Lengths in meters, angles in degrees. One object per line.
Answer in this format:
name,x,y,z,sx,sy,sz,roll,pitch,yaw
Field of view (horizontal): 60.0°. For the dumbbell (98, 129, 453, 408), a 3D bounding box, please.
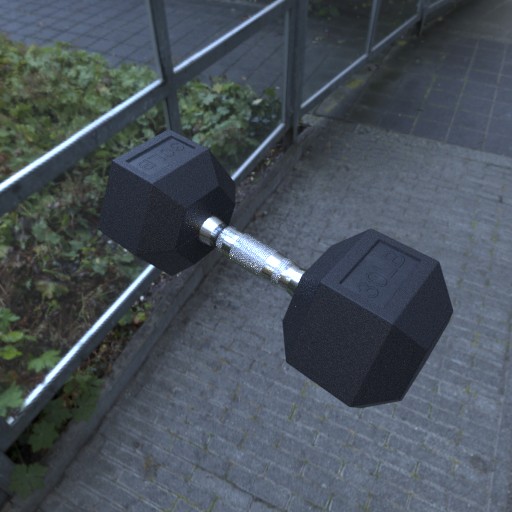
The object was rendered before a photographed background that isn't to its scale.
dumbbell,0.000,0.000,0.412,0.337,0.123,0.142,31,54,26
